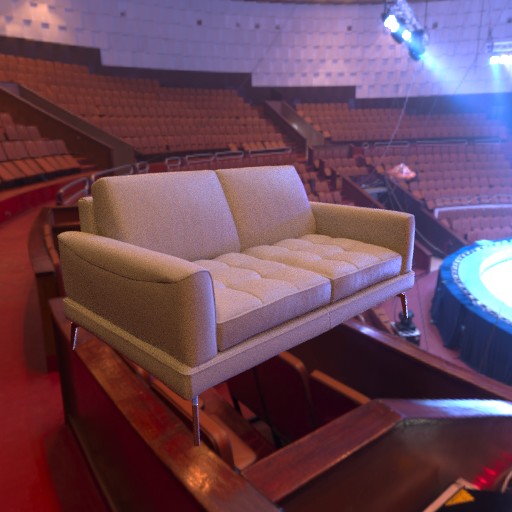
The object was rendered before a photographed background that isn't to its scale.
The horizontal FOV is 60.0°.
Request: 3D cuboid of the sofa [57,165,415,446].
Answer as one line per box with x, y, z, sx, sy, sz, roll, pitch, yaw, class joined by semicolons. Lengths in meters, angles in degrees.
0.000;0.000;2.503;1.121;0.930;1.819;14;21;43;sofa
